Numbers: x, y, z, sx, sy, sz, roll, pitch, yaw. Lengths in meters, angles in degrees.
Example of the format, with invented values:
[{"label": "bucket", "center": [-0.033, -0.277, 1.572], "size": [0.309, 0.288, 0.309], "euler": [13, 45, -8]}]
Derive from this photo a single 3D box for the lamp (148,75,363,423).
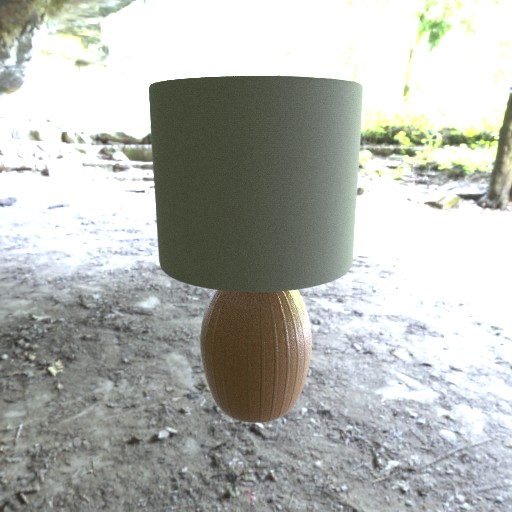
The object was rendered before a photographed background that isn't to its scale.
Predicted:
[{"label": "lamp", "center": [0.000, 0.000, 0.768], "size": [0.329, 0.570, 0.329], "euler": [0, 16, 0]}]
